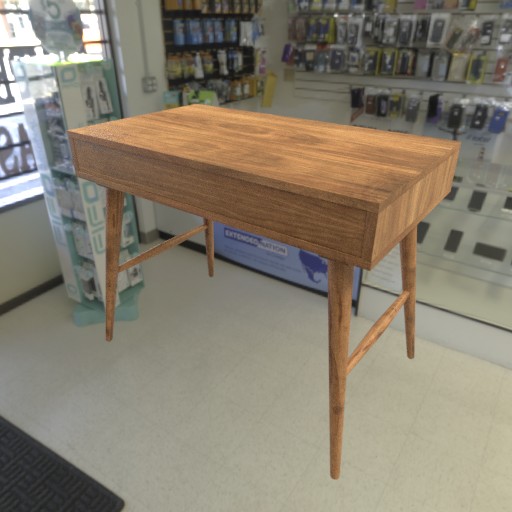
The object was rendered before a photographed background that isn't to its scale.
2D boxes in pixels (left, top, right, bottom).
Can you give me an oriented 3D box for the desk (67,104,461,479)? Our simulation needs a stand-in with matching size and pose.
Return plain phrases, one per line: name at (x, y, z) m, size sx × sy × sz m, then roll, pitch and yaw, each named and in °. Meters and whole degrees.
desk at (0.000, 0.000, 1.405) m, size 0.949 × 0.758 × 0.588 m, roll 19°, pitch 34°, yaw 31°
